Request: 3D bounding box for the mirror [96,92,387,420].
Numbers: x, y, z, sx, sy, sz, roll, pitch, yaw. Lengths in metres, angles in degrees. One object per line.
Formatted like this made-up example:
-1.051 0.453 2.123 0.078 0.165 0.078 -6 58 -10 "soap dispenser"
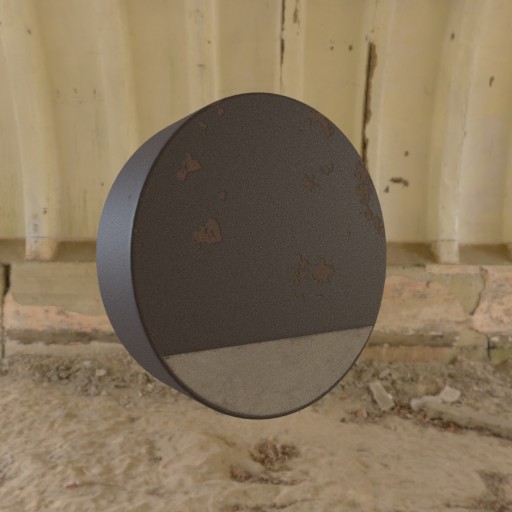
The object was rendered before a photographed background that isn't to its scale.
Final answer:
0.000 0.000 0.581 0.386 0.386 0.126 0 0 -36 "mirror"
